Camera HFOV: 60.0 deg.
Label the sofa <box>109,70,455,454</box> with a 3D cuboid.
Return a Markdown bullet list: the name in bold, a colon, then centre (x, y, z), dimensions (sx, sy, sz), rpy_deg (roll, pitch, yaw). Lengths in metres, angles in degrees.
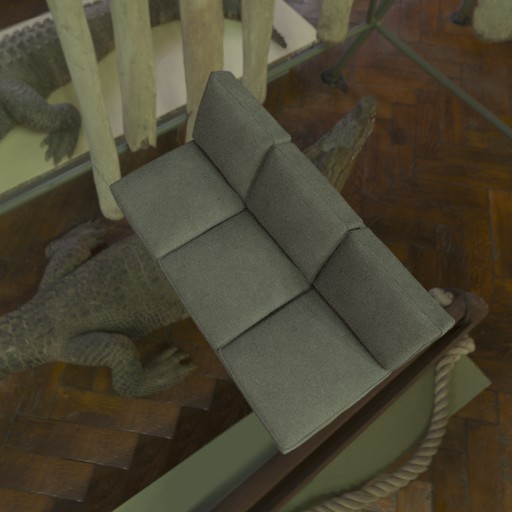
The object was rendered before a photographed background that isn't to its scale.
- **sofa**: centre (0.000, 0.000, 2.638), dimensions (1.027, 0.973, 1.962), rpy_deg (-32, 68, -14)
